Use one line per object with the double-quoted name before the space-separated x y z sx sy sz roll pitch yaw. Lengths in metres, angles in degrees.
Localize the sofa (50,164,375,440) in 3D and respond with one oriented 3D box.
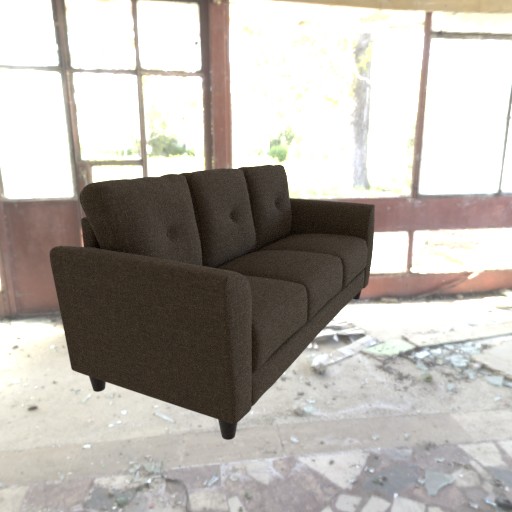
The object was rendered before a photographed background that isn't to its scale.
"sofa" 0.000 0.000 2.345 0.837 0.891 1.847 8 16 27
